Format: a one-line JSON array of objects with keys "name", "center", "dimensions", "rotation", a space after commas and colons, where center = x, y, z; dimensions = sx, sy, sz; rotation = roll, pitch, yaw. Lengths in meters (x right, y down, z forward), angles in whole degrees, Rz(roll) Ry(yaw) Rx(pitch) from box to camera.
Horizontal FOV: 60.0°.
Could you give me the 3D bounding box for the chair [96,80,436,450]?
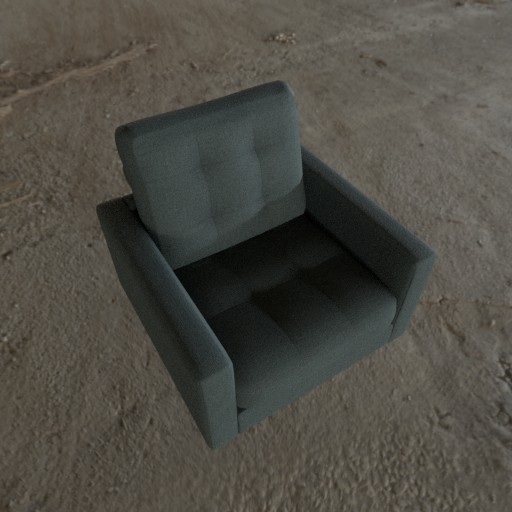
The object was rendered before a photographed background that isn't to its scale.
[{"name": "chair", "center": [0.000, 0.000, 1.514], "dimensions": [0.821, 0.880, 0.843], "rotation": [-24, 51, -21]}]
